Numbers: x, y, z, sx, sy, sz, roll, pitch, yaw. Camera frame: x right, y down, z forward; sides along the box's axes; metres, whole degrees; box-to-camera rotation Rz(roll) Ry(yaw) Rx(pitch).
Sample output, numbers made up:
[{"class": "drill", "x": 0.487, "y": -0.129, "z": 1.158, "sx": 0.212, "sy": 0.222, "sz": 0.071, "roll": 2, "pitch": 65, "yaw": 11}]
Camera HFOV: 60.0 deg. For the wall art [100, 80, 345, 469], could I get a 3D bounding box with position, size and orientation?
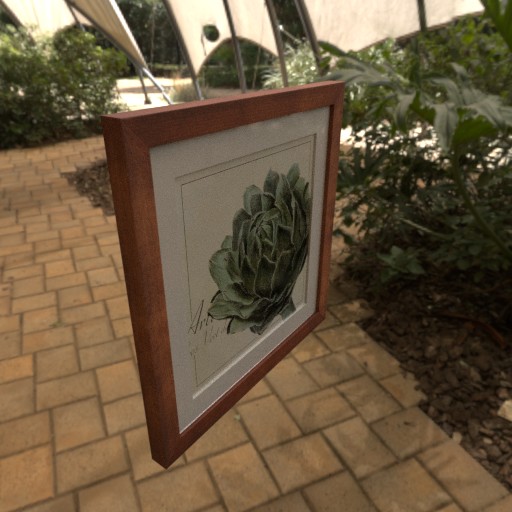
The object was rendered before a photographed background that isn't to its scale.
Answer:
[{"class": "wall art", "x": 0.000, "y": 0.000, "z": 0.827, "sx": 0.037, "sy": 0.572, "sz": 0.554, "roll": 18, "pitch": 32, "yaw": 32}]
